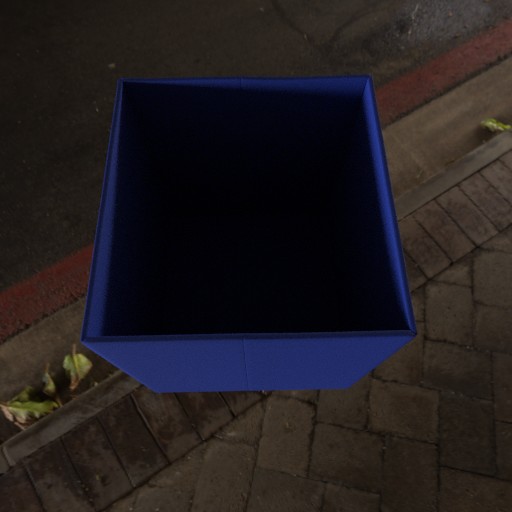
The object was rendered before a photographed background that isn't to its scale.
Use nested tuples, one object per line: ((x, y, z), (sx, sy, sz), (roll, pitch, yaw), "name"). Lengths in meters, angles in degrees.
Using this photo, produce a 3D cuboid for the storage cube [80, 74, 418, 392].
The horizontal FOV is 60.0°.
((0.000, 0.000, 0.510), (0.270, 0.280, 0.270), (-1, 65, 0), "storage cube")
